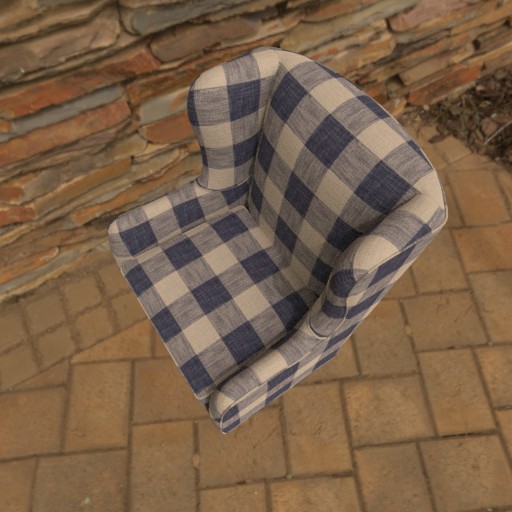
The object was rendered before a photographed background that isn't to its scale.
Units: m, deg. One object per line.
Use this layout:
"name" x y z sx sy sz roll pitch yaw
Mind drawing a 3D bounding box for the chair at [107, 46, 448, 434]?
"chair" 0.000 0.000 1.637 0.889 1.041 0.830 -31 66 -16
